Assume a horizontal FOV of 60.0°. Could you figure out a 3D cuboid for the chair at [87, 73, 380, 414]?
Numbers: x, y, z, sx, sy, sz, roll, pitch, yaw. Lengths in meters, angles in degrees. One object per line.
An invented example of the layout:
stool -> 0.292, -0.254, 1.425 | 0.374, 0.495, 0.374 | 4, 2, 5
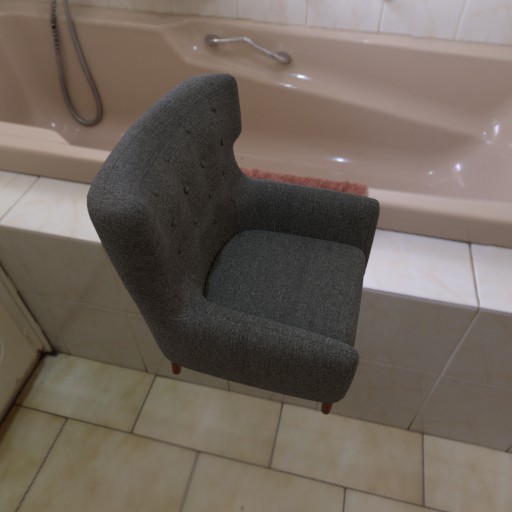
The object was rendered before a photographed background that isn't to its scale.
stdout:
chair -> 0.000, 0.000, 1.759 | 0.904, 1.063, 0.878 | 12, 48, 11
